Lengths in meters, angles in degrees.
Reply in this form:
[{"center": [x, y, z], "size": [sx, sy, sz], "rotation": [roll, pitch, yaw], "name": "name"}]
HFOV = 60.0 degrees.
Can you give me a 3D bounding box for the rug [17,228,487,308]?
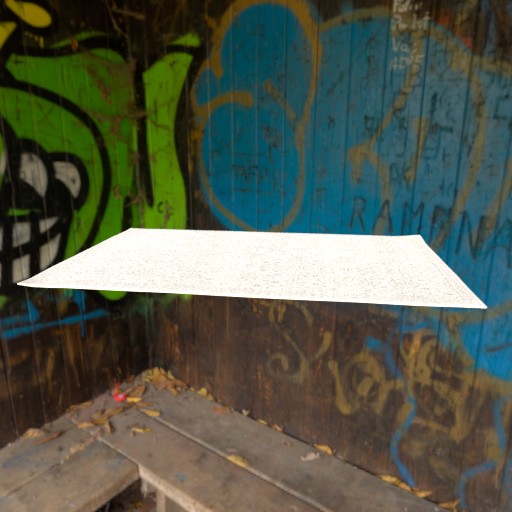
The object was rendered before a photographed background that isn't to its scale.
[{"center": [0.000, 0.000, 2.380], "size": [1.947, 0.023, 1.214], "rotation": [2, 16, 8], "name": "rug"}]
